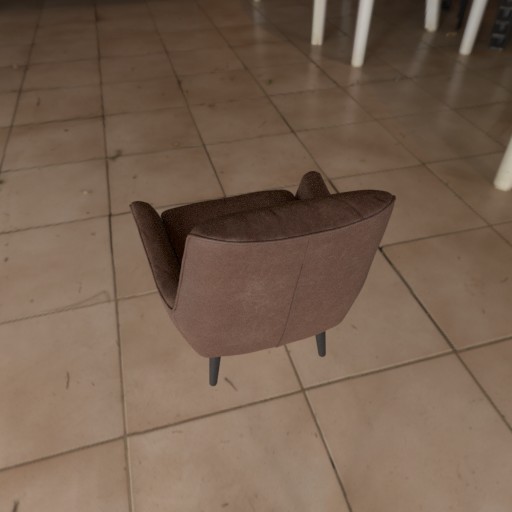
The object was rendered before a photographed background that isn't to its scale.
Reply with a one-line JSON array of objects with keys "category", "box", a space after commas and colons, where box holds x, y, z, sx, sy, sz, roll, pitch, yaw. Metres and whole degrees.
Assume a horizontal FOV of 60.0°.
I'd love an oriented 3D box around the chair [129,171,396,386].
[{"category": "chair", "box": [0.000, 0.000, 1.540, 0.787, 0.888, 0.824, -12, 44, -12]}]
